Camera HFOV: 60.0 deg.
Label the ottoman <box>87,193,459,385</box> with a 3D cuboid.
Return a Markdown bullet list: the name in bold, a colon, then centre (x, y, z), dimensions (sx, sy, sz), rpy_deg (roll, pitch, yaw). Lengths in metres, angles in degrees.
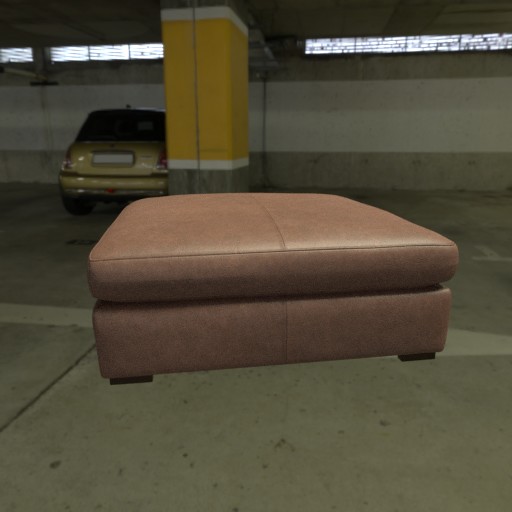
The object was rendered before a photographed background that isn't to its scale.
- **ottoman**: centre (0.000, 0.000, 1.888), dimensions (1.168, 0.490, 1.168), rpy_deg (-2, 15, -9)
